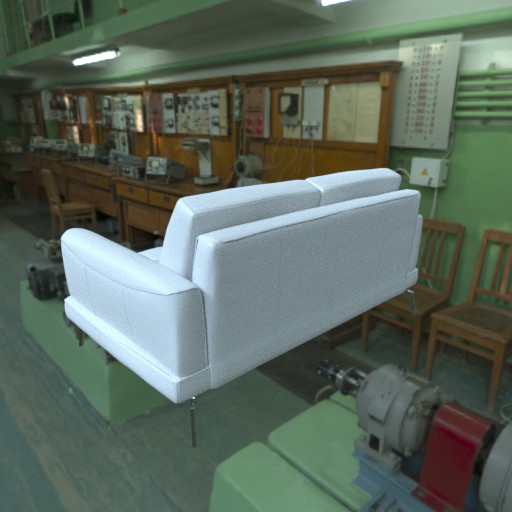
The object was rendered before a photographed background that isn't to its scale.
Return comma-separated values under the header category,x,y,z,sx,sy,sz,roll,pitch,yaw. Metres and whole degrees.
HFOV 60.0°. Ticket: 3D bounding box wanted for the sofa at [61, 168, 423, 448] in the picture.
category,x,y,z,sx,sy,sz,roll,pitch,yaw
sofa,0.000,0.000,2.474,1.819,0.930,1.121,-16,24,-41
